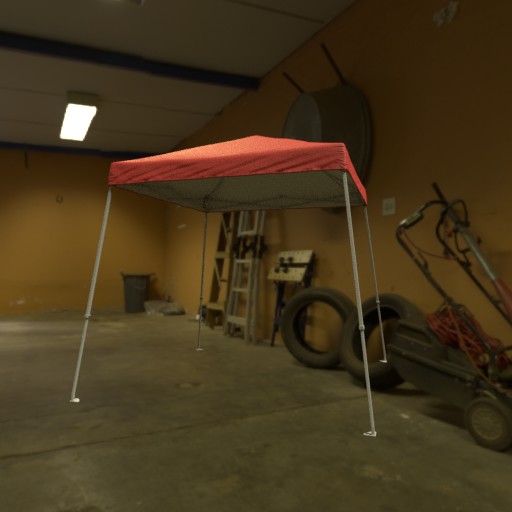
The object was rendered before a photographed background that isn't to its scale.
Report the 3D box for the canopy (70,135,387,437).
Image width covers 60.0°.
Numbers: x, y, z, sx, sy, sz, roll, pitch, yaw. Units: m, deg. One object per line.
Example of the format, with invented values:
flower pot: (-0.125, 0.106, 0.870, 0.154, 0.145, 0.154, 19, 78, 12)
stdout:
canopy: (0.000, 0.000, 5.214, 2.849, 2.849, 2.848, 0, -1, 18)
